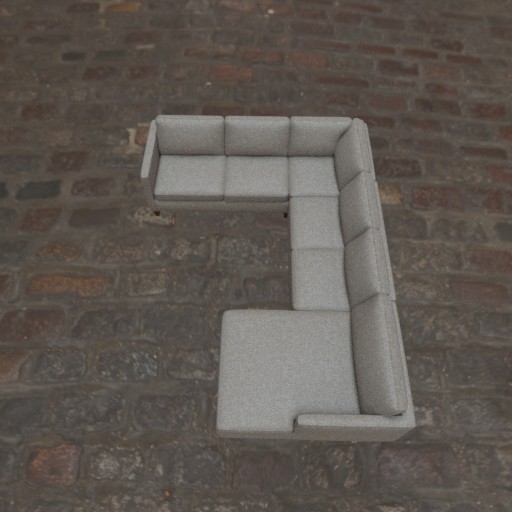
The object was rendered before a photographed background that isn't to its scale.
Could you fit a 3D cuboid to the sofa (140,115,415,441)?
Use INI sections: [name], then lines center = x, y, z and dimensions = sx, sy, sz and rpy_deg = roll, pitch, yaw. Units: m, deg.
[sofa]
center = 0.000, 0.000, 4.485
dimensions = 2.551, 0.889, 3.403
rpy_deg = 1, 58, 1
